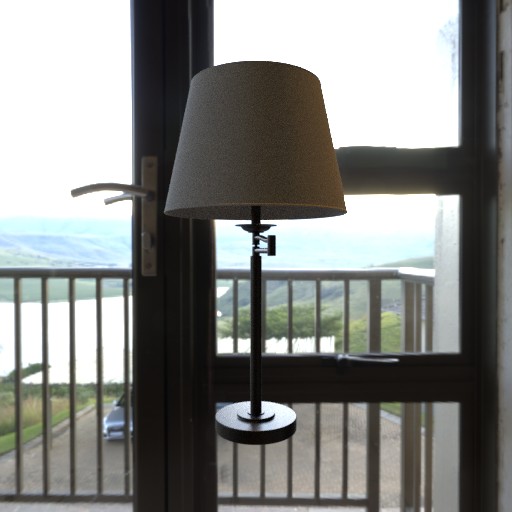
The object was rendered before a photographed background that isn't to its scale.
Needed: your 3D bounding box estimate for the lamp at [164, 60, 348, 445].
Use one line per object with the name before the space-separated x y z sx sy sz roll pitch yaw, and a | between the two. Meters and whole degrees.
lamp | 0.000 0.000 0.894 0.363 0.696 0.363 0 1 0
